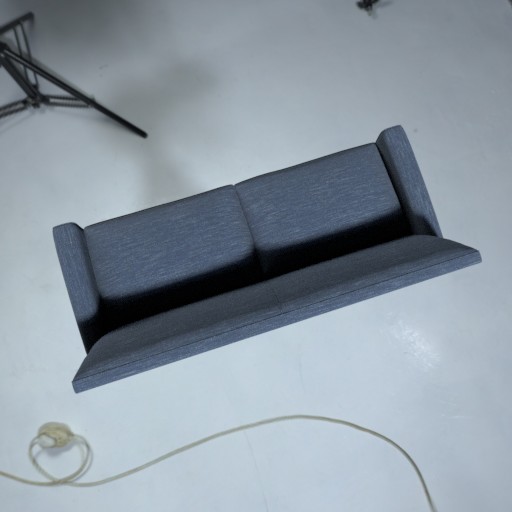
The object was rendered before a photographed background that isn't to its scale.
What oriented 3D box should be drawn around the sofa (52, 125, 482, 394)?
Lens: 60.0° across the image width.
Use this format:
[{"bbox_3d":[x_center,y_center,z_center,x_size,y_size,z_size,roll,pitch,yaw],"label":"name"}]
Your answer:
[{"bbox_3d":[0.000,0.000,2.451,1.976,0.846,0.875,-17,77,-4],"label":"sofa"}]
